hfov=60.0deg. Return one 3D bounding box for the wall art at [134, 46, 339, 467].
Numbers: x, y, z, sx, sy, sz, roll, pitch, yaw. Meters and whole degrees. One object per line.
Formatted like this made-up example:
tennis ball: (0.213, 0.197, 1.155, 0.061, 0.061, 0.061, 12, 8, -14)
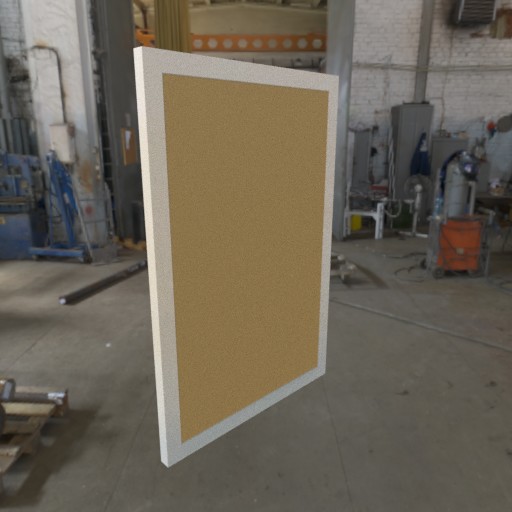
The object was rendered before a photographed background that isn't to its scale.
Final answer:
wall art: (0.000, 0.000, 1.429, 0.764, 1.143, 0.038, -15, 21, -43)
